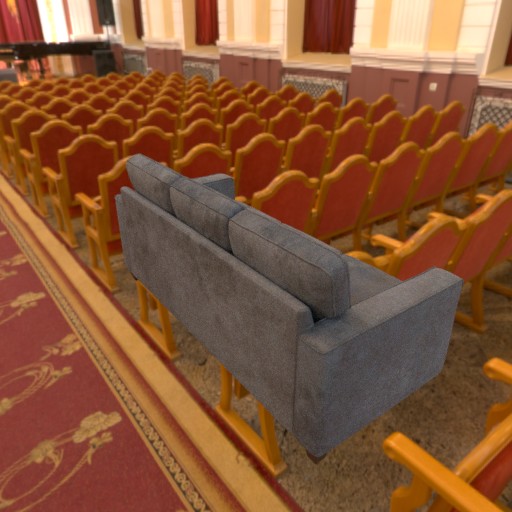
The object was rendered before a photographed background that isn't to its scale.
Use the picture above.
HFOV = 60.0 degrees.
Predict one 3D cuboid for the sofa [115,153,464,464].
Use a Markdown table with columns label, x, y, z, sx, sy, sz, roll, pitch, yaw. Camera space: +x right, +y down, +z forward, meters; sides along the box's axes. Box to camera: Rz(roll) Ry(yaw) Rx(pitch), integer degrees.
| label | x | y | z | sx | sy | sz | roll | pitch | yaw |
| --- | --- | --- | --- | --- | --- | --- | --- | --- | --- |
| sofa | 0.000 | 0.000 | 2.676 | 0.939 | 0.965 | 2.133 | -19 | 33 | -32 |
